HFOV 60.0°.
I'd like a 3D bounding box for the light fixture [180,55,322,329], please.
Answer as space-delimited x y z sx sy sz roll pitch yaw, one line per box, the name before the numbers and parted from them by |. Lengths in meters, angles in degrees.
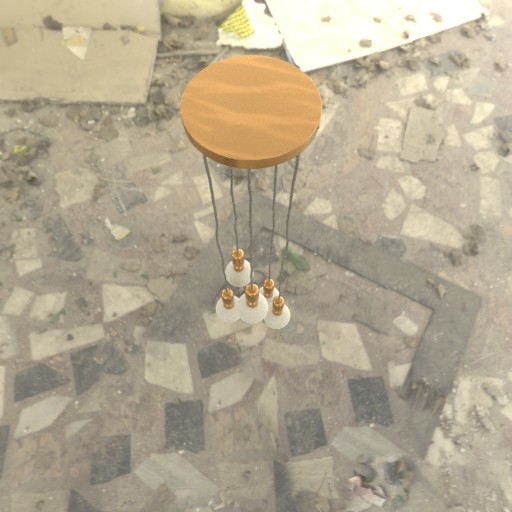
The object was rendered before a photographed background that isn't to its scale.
light fixture | 0.000 0.000 0.504 0.105 0.457 0.108 18 65 9
